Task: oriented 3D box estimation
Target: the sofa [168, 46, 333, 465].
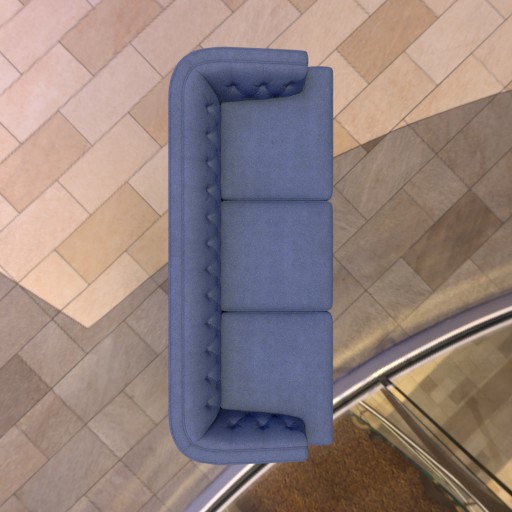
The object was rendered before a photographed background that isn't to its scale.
[{"bbox_3d":[0.000,0.000,2.647,0.914,0.787,2.235,0,90,-1],"label":"sofa"}]
